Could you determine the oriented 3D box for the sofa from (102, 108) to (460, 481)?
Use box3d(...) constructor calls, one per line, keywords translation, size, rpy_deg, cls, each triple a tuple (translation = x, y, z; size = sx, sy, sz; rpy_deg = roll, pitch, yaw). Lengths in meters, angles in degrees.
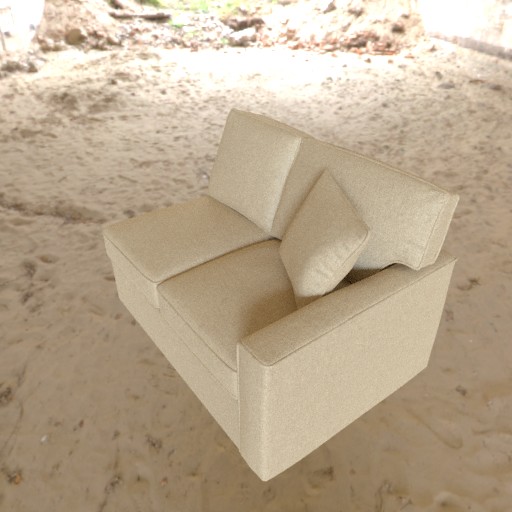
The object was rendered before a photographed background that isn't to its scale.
box3d(translation=(0.000, 0.000, 2.038), size=(0.991, 0.989, 1.388), rpy_deg=(-21, 38, -30), cls="sofa")
